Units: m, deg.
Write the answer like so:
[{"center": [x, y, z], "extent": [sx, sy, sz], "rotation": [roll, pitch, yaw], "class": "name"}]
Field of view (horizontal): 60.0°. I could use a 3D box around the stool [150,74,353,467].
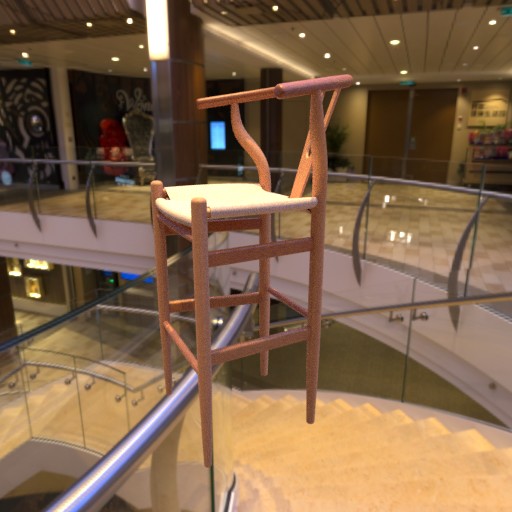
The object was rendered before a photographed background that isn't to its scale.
[{"center": [0.000, 0.000, 1.387], "extent": [0.561, 1.068, 0.574], "rotation": [-8, 18, -25], "class": "stool"}]
